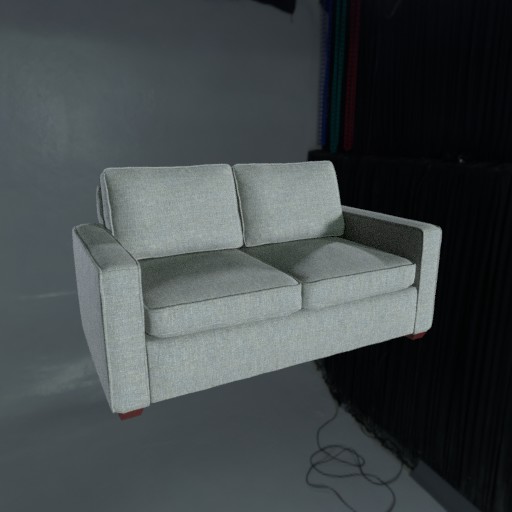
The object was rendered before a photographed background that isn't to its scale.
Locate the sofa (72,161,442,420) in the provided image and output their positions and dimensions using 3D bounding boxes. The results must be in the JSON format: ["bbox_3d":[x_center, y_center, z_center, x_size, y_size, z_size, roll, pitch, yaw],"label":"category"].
[{"bbox_3d":[0.000,0.000,2.306,1.706,0.915,0.945,-8,17,-26],"label":"sofa"}]
